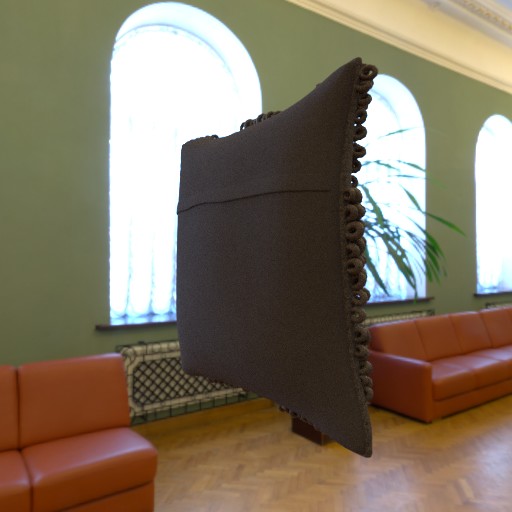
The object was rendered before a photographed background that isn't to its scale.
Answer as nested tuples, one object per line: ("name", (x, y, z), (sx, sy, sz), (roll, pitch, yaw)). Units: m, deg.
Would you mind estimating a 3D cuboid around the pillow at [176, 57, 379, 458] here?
("pillow", (0.000, 0.000, 0.702), (0.172, 0.467, 0.470), (0, -1, -36))
